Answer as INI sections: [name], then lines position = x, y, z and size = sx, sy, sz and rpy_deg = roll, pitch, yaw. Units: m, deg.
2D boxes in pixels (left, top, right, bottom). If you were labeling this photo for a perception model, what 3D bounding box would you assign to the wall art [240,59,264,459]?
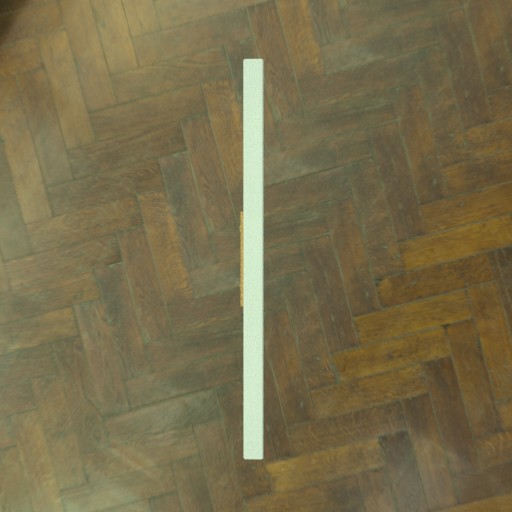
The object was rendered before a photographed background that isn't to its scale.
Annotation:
[wall art]
position = 0.000, 0.000, 1.344
size = 0.045, 1.014, 0.759
rpy_deg = 0, 91, 1
